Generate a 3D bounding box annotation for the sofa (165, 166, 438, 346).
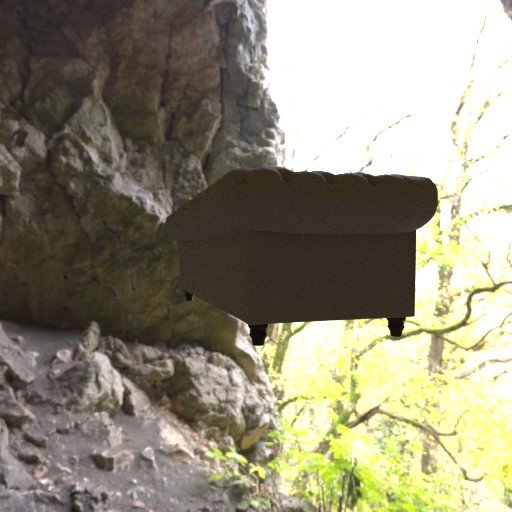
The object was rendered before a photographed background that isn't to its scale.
[{"bbox_3d":[0.000,0.000,3.212,1.076,0.847,2.694,0,0,-17],"label":"sofa"}]
